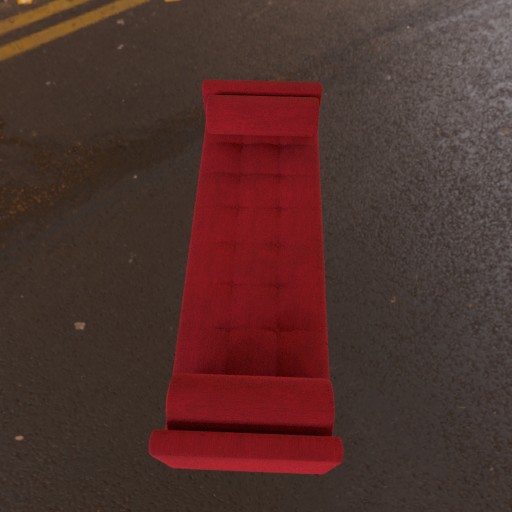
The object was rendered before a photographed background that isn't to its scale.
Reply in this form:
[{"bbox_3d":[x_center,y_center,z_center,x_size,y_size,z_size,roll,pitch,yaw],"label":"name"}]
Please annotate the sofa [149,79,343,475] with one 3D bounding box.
[{"bbox_3d":[0.000,0.000,2.290,0.686,0.635,1.981,2,60,1],"label":"sofa"}]
